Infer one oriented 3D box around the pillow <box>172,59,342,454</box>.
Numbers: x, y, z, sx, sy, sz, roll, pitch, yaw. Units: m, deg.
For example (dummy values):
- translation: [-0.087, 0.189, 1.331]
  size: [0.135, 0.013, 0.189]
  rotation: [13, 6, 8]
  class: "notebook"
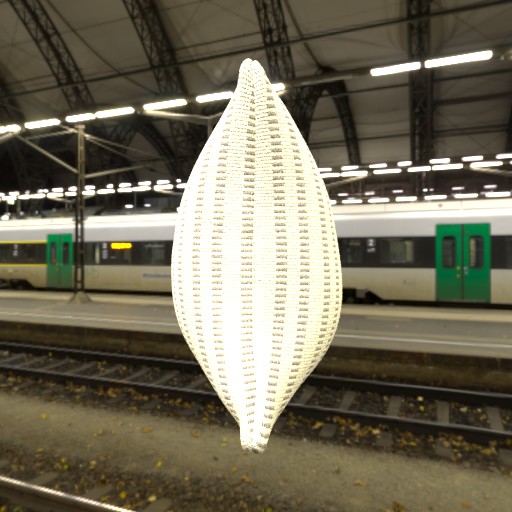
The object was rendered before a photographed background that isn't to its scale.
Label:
- translation: [0.000, 0.000, 0.679]
  size: [0.247, 0.419, 0.438]
  rotation: [0, 0, 1]
  class: "pillow"
